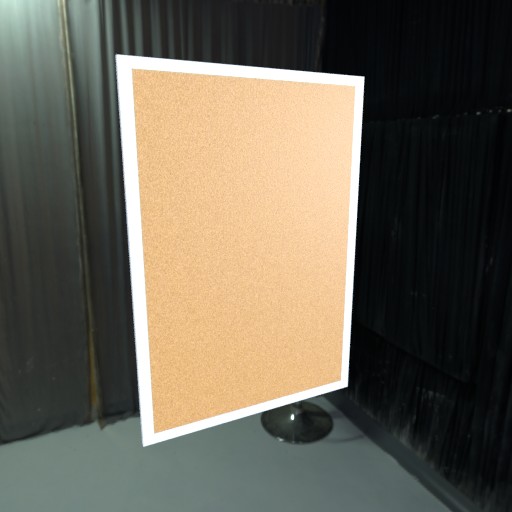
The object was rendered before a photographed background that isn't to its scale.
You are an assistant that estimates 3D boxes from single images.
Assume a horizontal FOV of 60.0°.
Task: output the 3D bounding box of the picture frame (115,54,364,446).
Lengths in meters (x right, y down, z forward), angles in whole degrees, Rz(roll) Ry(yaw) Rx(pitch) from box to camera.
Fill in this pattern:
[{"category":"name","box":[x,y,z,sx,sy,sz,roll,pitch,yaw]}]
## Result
[{"category":"picture frame","box":[0.000,0.000,1.185,0.659,0.940,0.013,-7,15,-26]}]
